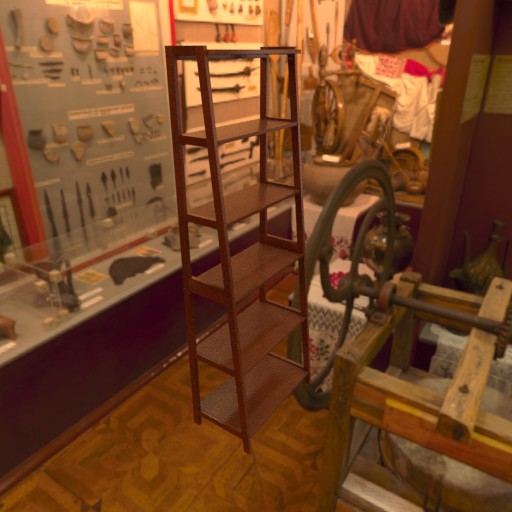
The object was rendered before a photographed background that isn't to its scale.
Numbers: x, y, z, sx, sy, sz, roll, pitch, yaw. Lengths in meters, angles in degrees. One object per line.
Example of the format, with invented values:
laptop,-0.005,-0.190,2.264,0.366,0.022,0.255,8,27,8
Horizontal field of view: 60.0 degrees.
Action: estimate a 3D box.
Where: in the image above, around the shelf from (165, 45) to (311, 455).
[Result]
shelf,0.000,0.000,2.209,0.382,1.892,0.660,16,30,31
